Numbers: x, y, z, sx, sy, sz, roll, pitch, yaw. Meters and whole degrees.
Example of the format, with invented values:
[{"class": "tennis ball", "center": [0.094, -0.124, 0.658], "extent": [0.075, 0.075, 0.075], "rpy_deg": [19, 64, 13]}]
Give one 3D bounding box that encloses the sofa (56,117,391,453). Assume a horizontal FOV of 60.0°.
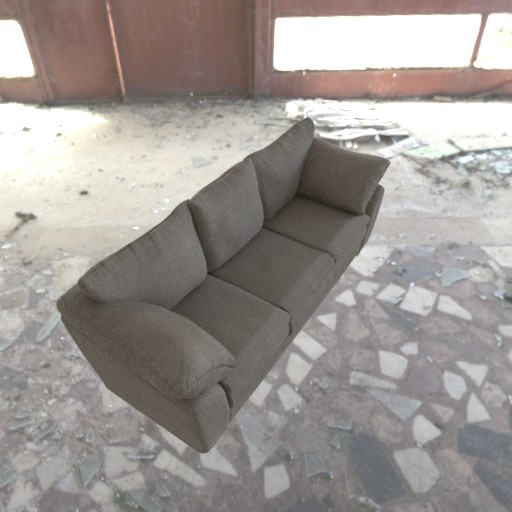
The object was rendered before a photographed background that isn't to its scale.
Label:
[{"class": "sofa", "center": [0.000, 0.000, 2.840], "extent": [0.878, 0.996, 2.334], "rpy_deg": [23, 46, 25]}]
